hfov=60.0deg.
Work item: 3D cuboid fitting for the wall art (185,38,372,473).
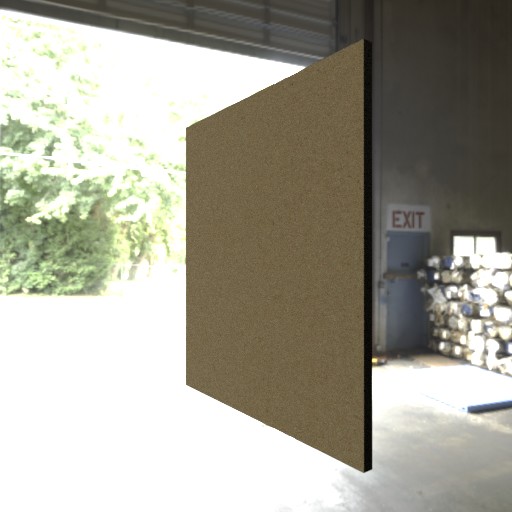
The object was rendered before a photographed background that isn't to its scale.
[{"bbox_3d":[0.000,0.000,1.192,0.028,0.863,0.755,0,0,-37],"label":"wall art"}]
